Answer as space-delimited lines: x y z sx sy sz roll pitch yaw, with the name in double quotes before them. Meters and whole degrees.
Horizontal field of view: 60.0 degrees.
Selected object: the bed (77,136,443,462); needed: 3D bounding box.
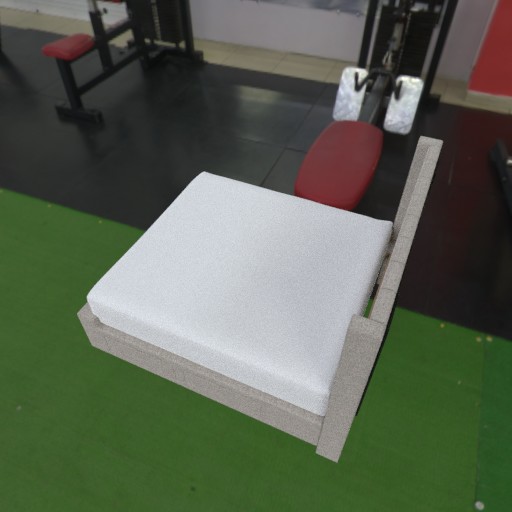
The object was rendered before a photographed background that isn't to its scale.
"bed" 0.000 0.000 3.823 2.372 1.748 2.044 18 49 17
